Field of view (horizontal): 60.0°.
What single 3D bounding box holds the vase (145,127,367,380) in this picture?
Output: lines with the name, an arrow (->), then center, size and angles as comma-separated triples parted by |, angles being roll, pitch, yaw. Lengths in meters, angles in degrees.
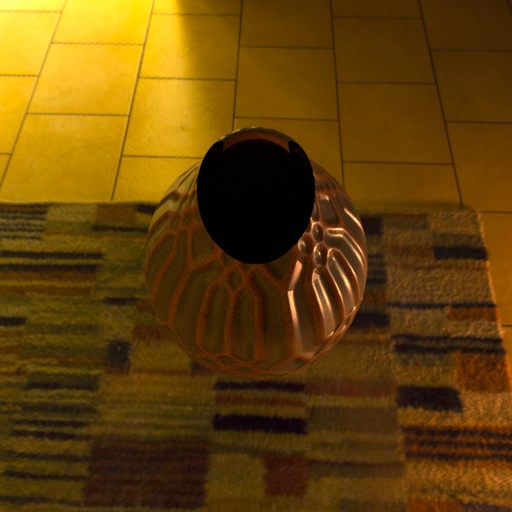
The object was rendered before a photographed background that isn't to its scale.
vase -> 0.000, 0.000, 0.136 | 0.069, 0.088, 0.069 | 0, 63, 0
